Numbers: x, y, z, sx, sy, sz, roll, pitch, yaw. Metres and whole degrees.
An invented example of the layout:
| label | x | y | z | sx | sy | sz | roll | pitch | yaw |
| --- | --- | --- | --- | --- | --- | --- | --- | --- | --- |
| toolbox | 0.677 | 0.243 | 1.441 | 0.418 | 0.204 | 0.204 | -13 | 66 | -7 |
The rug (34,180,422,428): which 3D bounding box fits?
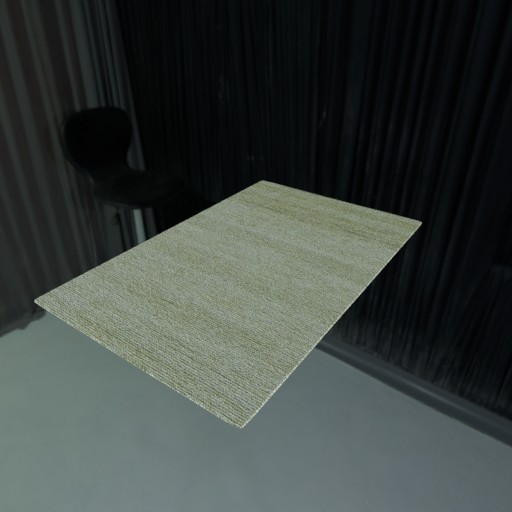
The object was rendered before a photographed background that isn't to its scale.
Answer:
| label | x | y | z | sx | sy | sz | roll | pitch | yaw |
| --- | --- | --- | --- | --- | --- | --- | --- | --- | --- |
| rug | 0.000 | 0.000 | 2.262 | 1.143 | 0.010 | 1.758 | 20 | 36 | 30 |
